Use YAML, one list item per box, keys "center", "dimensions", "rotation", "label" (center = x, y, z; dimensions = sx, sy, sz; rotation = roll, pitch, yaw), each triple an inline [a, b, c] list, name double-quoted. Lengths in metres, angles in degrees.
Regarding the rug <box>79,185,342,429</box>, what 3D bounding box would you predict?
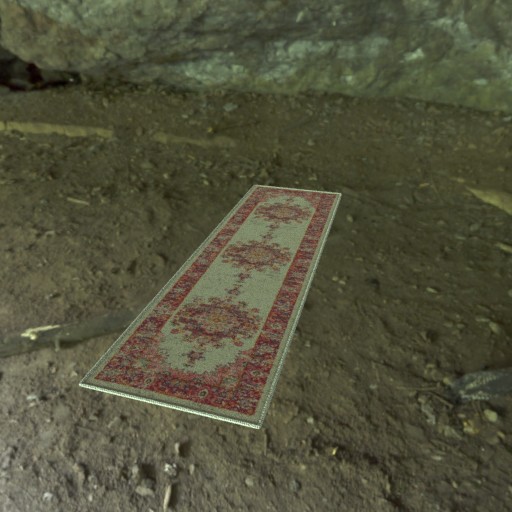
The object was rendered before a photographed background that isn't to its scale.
- center: [0.000, 0.000, 2.005]
  dimensions: [0.562, 0.009, 1.824]
  rotation: [8, 30, 14]
  label: "rug"
